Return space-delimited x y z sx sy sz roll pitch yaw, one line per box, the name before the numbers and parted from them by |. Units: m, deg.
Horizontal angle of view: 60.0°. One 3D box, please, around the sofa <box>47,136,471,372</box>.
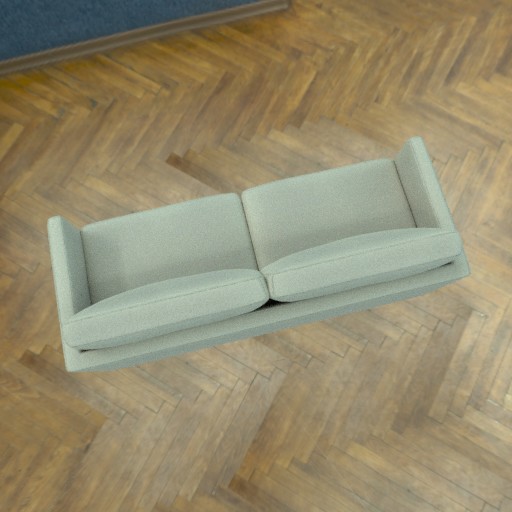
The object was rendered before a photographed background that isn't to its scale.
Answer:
sofa | 0.000 0.000 2.846 2.361 0.968 0.951 -13 76 -3
